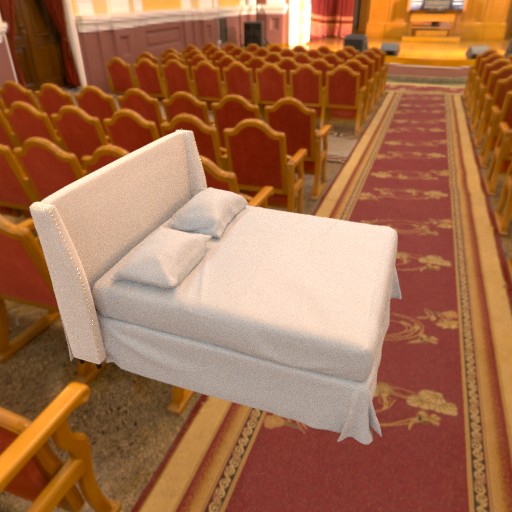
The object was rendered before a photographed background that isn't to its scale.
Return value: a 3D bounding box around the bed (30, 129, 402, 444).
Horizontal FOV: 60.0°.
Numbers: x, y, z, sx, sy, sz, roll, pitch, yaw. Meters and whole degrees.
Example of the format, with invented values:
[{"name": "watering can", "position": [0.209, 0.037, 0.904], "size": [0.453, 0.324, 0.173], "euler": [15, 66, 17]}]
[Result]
[{"name": "bed", "position": [0.000, 0.000, 3.446], "size": [2.276, 1.332, 1.925], "euler": [11, 32, 17]}]
